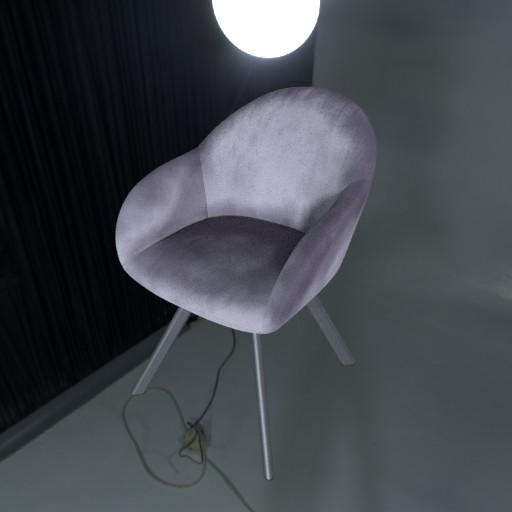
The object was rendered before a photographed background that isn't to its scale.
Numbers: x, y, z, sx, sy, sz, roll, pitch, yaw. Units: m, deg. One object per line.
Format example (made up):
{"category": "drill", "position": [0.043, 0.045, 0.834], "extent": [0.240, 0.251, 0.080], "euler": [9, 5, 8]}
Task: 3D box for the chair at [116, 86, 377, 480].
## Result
{"category": "chair", "position": [0.000, 0.000, 1.188], "extent": [0.550, 0.795, 0.590], "euler": [18, 33, 30]}
